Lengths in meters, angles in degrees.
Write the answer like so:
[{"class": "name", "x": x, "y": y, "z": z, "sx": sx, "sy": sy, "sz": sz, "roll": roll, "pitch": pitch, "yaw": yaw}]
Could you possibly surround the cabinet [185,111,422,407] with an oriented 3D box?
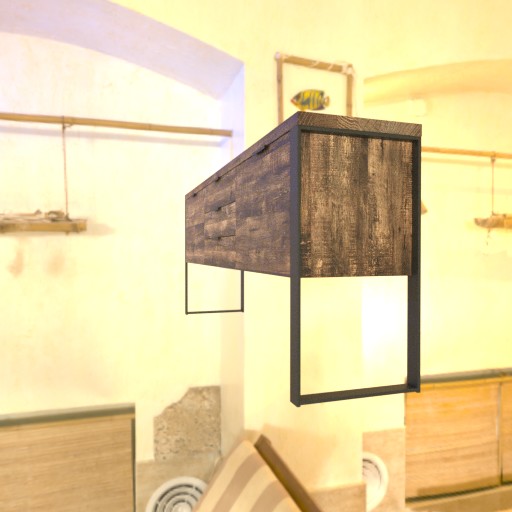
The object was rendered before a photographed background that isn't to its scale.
[{"class": "cabinet", "x": 0.000, "y": 0.000, "z": 2.049, "sx": 0.395, "sy": 0.762, "sz": 1.800, "roll": 0, "pitch": 1, "yaw": -18}]
